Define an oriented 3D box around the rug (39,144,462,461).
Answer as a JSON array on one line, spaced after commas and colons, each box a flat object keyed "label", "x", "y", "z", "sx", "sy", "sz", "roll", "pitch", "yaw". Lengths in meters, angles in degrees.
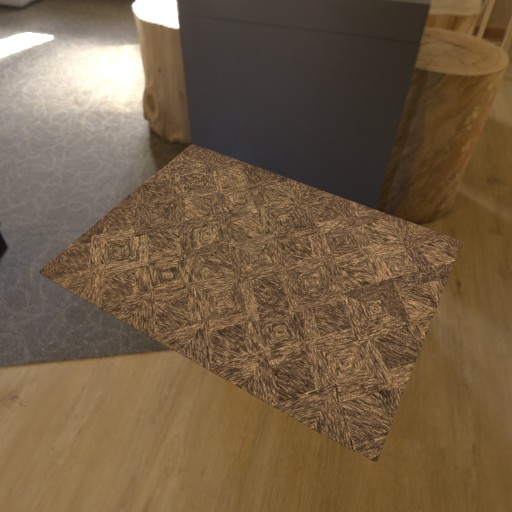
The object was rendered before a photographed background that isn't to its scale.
[{"label": "rug", "x": 0.000, "y": 0.000, "z": 5.236, "sx": 4.093, "sy": 0.020, "sz": 2.997, "roll": 24, "pitch": 52, "yaw": 20}]
